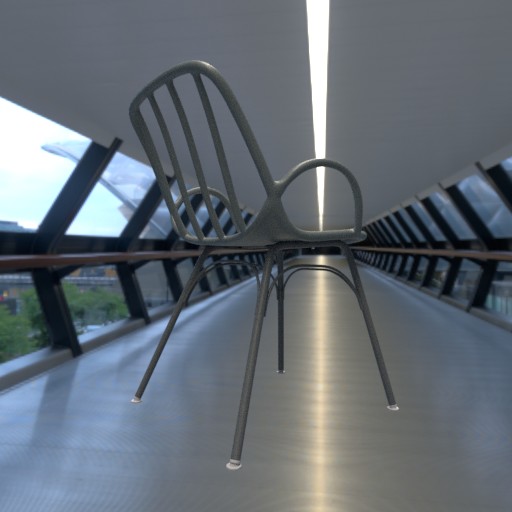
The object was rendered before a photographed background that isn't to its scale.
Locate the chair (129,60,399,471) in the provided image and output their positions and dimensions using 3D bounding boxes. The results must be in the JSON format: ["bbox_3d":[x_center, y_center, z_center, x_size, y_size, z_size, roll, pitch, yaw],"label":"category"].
[{"bbox_3d":[0.000,0.000,1.191,0.597,0.816,0.549,0,0,-37],"label":"chair"}]
